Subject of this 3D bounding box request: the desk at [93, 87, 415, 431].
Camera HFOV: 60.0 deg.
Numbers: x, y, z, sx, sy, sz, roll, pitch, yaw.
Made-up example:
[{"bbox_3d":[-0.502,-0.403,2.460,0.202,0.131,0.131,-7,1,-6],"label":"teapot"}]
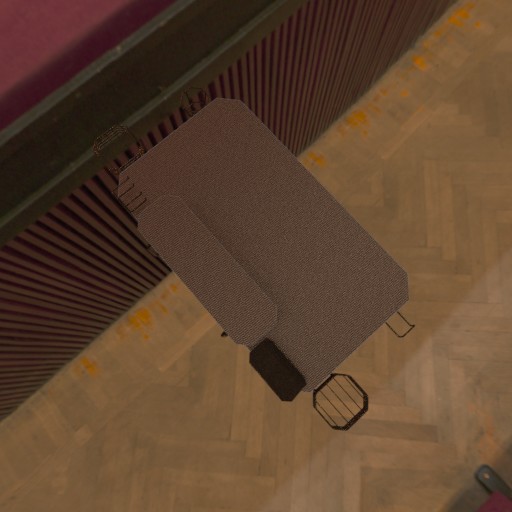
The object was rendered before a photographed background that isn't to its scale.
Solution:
[{"bbox_3d":[0.000,0.000,1.782,0.594,0.909,1.295,-41,81,-8],"label":"desk"}]
